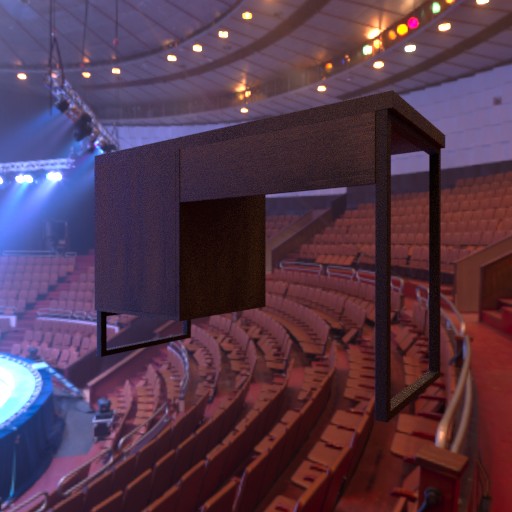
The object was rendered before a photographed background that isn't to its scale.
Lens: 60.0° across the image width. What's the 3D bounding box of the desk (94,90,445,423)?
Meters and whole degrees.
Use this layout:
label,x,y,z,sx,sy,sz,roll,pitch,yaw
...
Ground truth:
label,x,y,z,sx,sy,sz,roll,pitch,yaw
desk,0.000,0.000,1.536,1.134,0.752,0.511,0,0,36
